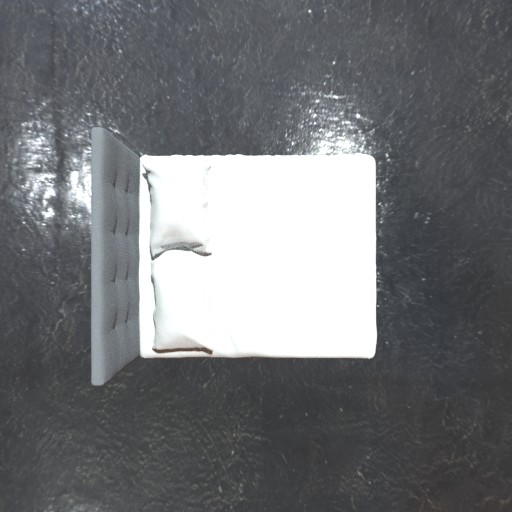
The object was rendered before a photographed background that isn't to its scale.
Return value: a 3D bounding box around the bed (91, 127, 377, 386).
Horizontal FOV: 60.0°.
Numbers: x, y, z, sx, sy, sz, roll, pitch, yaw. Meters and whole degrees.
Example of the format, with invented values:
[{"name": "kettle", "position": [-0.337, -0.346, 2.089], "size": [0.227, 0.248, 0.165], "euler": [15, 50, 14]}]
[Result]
[{"name": "bed", "position": [0.000, 0.000, 3.538], "size": [2.222, 1.577, 1.936], "euler": [0, 90, 1]}]
